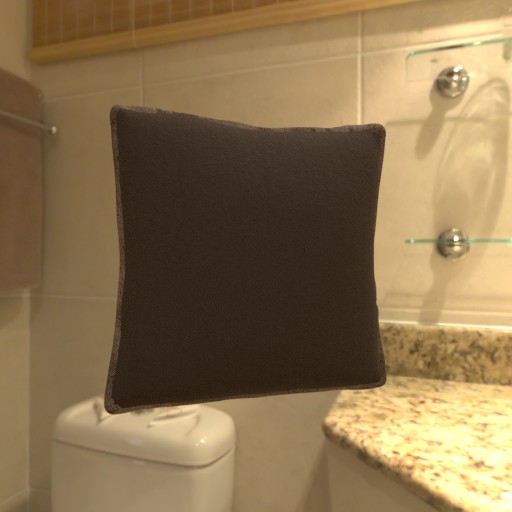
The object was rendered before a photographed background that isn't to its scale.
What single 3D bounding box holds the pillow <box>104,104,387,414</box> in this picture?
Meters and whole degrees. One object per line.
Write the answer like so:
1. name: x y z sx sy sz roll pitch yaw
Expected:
1. pillow: 0.000 0.000 0.807 0.522 0.520 0.204 0 0 -18
